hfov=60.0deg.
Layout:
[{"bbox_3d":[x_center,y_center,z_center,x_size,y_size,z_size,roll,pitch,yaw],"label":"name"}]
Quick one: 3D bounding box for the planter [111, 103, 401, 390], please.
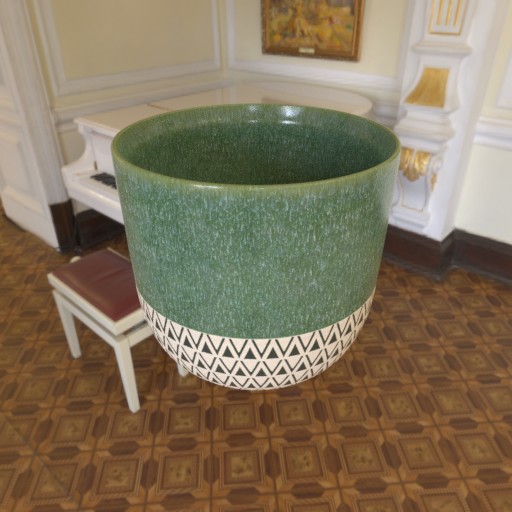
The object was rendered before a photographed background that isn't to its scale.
[{"bbox_3d":[0.000,0.000,0.488,0.266,0.270,0.266,0,31,0],"label":"planter"}]
